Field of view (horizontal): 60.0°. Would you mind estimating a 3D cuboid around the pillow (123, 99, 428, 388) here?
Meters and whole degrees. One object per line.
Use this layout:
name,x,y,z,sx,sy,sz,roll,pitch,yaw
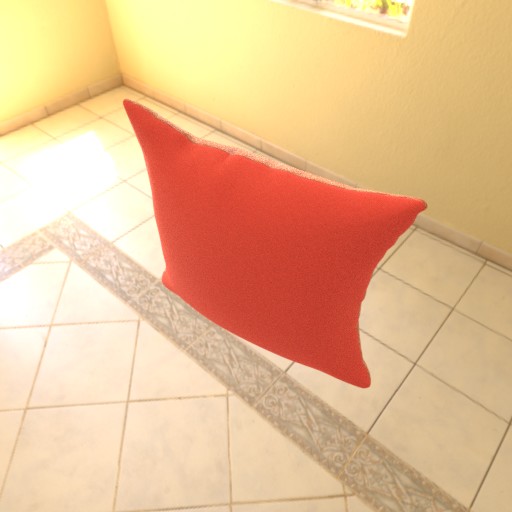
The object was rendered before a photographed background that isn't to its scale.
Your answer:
pillow,0.000,0.000,0.854,0.559,0.501,0.229,24,51,21
